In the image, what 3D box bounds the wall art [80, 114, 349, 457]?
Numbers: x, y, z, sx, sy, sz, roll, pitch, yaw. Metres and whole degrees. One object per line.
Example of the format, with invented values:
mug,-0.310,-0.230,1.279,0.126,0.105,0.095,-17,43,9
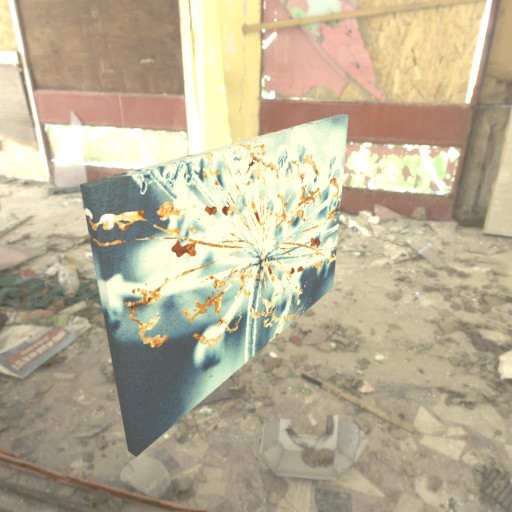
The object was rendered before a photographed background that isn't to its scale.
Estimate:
wall art,0.000,0.000,1.456,0.035,0.759,1.138,18,31,32
